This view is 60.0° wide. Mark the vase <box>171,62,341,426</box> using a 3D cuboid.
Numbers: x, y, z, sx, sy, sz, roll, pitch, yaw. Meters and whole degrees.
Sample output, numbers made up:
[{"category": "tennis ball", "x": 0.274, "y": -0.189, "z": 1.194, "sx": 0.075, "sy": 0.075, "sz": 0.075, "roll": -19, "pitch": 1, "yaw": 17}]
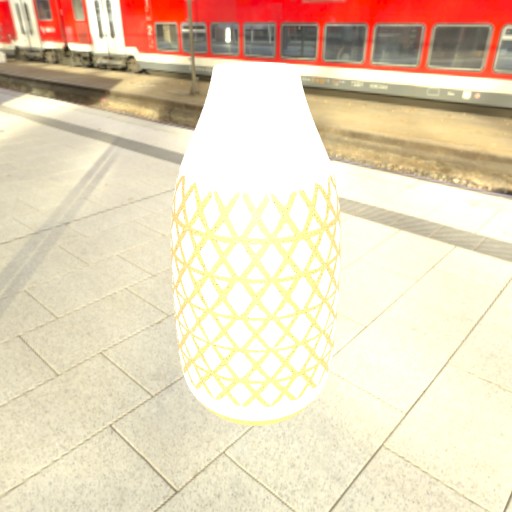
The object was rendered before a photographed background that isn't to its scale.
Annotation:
[{"category": "vase", "x": 0.000, "y": 0.000, "z": 0.480, "sx": 0.186, "sy": 0.380, "sz": 0.186, "roll": 0, "pitch": 28, "yaw": 0}]
